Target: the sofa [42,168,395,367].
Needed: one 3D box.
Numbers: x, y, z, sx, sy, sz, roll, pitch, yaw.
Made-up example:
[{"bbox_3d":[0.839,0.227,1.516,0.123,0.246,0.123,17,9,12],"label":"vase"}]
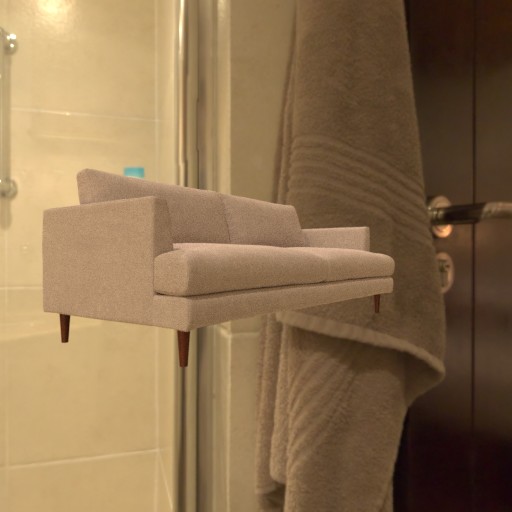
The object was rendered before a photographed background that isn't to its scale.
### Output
[{"bbox_3d":[0.000,0.000,2.800,1.020,0.868,2.250,0,0,36],"label":"sofa"}]
